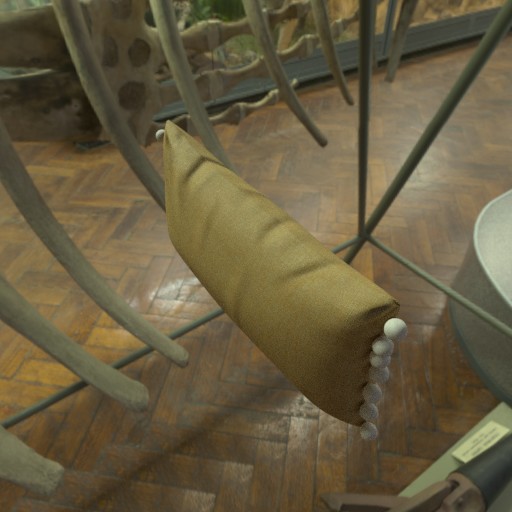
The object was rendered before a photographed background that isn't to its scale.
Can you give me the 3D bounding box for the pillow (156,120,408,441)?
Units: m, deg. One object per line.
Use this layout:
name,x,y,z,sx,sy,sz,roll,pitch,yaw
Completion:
pillow,0.000,0.000,0.859,0.201,0.322,0.709,-25,46,-26
